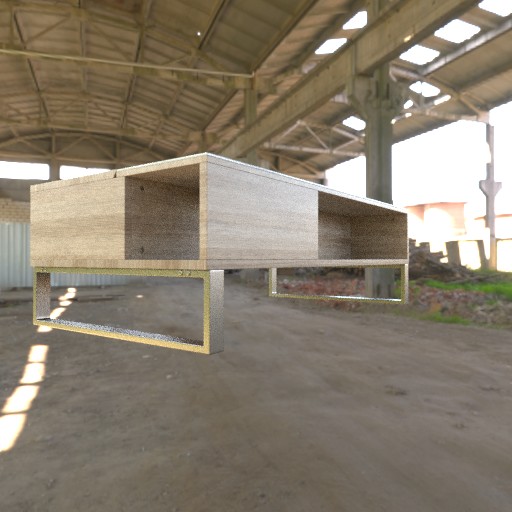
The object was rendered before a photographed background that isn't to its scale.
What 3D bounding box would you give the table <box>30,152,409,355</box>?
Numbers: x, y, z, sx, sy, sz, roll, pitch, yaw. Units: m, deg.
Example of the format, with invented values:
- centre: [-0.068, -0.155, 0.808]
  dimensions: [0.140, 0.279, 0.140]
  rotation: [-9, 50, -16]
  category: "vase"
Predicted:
- centre: [0.000, 0.000, 1.379]
  dimensions: [0.600, 0.350, 1.100]
  rotation: [0, 0, 36]
  category: "table"
